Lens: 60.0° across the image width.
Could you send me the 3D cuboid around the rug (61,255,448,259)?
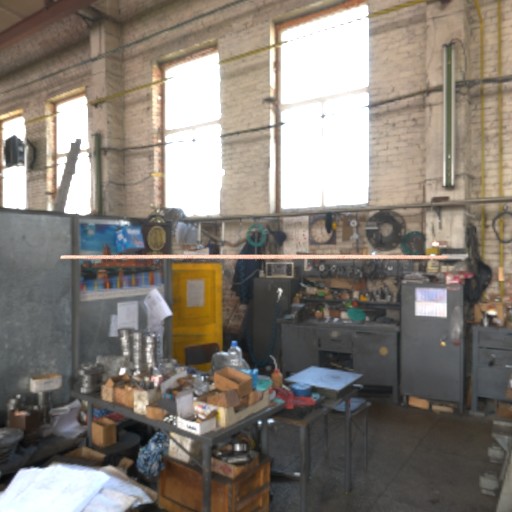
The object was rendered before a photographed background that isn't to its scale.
[{"bbox_3d":[0.000,0.000,2.987,1.609,0.015,2.390,0,0,1],"label":"rug"}]
